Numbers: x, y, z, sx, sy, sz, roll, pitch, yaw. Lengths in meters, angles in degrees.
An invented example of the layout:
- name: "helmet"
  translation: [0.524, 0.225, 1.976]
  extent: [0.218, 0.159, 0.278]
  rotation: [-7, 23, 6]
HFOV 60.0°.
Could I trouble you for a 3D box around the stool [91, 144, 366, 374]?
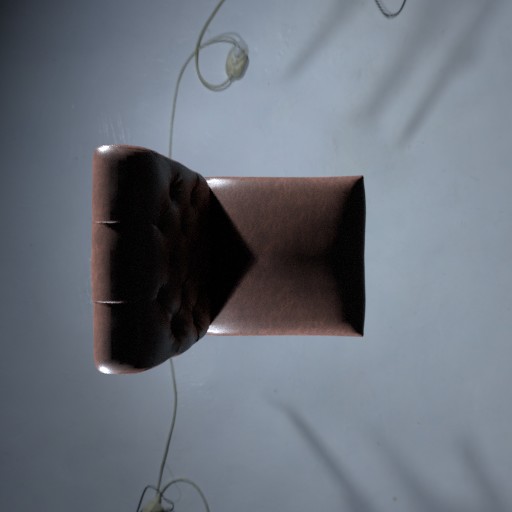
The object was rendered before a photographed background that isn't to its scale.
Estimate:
- name: "stool"
  translation: [0.000, 0.000, 1.408]
  extent: [0.660, 1.084, 0.486]
  rotation: [0, 91, 1]
